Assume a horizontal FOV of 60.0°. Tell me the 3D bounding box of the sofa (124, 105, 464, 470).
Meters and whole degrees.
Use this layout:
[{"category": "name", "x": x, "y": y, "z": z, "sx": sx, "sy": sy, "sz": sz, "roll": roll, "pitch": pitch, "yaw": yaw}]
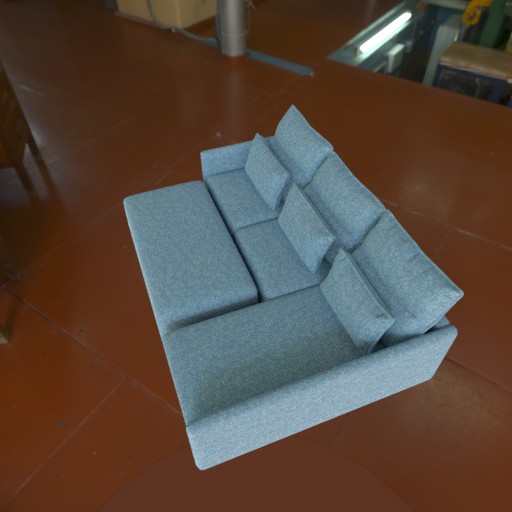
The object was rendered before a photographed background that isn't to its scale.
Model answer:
[{"category": "sofa", "x": 0.000, "y": 0.000, "z": 2.829, "sx": 1.420, "sy": 0.899, "sz": 2.034, "roll": -16, "pitch": 49, "yaw": -14}]
